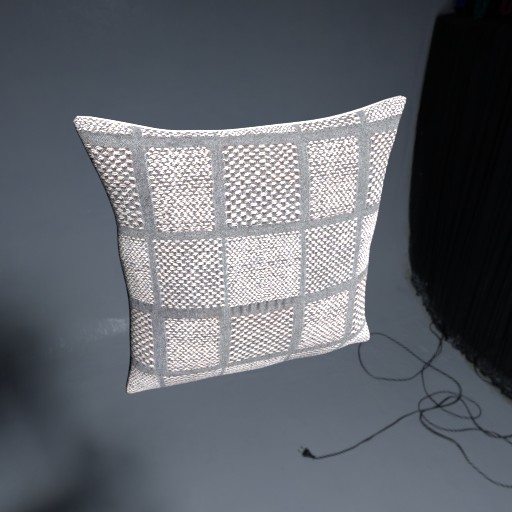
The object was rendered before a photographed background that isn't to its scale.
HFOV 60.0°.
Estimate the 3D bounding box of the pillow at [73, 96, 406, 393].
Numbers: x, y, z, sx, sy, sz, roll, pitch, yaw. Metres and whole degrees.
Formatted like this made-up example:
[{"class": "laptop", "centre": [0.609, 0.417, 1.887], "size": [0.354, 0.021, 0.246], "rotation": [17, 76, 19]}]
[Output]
[{"class": "pillow", "centre": [0.000, 0.000, 0.658], "size": [0.435, 0.432, 0.138], "rotation": [-9, 31, -15]}]
